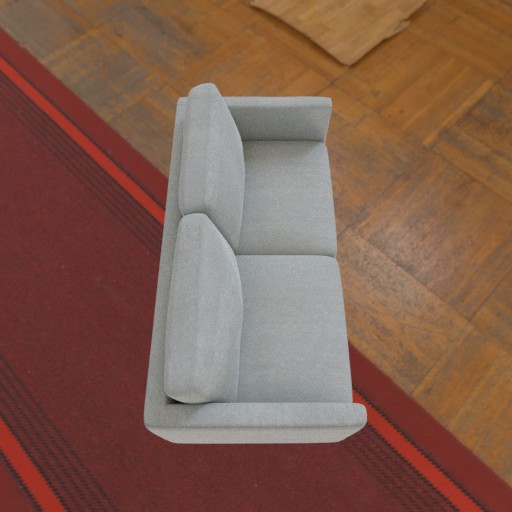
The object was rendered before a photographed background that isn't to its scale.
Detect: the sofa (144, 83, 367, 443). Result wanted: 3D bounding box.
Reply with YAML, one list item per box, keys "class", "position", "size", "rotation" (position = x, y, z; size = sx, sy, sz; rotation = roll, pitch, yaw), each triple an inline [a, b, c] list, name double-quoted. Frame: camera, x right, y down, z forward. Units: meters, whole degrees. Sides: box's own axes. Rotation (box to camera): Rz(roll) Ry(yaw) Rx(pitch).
- class: "sofa"
  position: [0.000, 0.000, 2.465]
  size: [0.950, 0.963, 1.884]
  rotation: [0, 63, 0]
